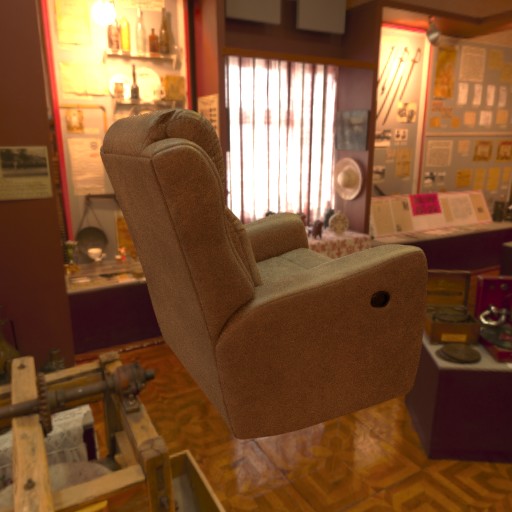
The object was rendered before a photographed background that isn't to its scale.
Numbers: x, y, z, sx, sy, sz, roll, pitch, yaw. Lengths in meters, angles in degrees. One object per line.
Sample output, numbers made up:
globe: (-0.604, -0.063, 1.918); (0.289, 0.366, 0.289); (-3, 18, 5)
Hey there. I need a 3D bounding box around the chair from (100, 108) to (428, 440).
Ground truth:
chair: (0.000, 0.000, 1.853); (1.068, 1.116, 0.965); (-7, 16, -27)
